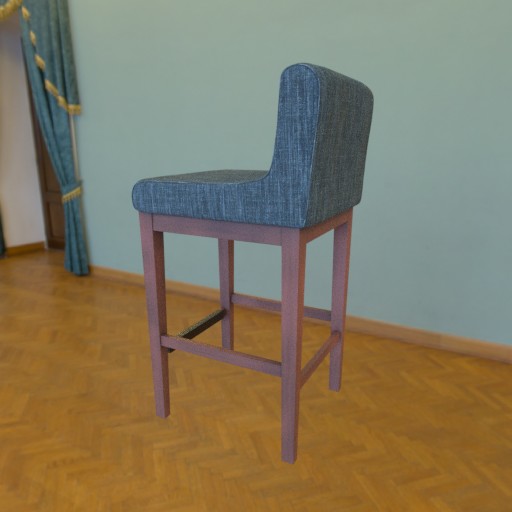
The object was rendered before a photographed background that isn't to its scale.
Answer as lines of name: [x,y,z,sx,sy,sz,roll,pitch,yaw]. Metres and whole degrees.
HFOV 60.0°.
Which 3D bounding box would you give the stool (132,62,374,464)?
stool: [0.000,0.000,1.115,0.459,0.835,0.395,8,17,27]
